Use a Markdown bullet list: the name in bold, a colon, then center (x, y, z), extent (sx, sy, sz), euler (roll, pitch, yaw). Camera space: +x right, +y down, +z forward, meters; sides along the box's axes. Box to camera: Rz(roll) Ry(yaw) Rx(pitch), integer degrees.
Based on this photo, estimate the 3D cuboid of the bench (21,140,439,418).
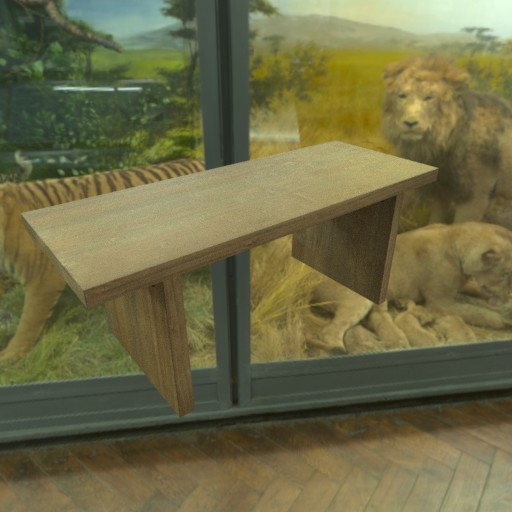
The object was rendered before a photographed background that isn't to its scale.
- **bench**: center (0.000, 0.000, 1.416), extent (1.183, 0.458, 0.458), euler (-21, 35, -33)
